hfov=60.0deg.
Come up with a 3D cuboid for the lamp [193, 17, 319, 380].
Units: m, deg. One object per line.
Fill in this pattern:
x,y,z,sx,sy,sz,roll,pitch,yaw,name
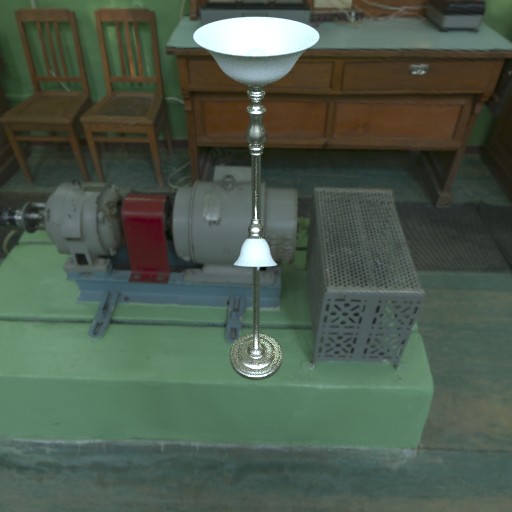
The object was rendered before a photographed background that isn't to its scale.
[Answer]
0.000,0.000,1.971,0.405,1.785,0.575,0,42,0,lamp
